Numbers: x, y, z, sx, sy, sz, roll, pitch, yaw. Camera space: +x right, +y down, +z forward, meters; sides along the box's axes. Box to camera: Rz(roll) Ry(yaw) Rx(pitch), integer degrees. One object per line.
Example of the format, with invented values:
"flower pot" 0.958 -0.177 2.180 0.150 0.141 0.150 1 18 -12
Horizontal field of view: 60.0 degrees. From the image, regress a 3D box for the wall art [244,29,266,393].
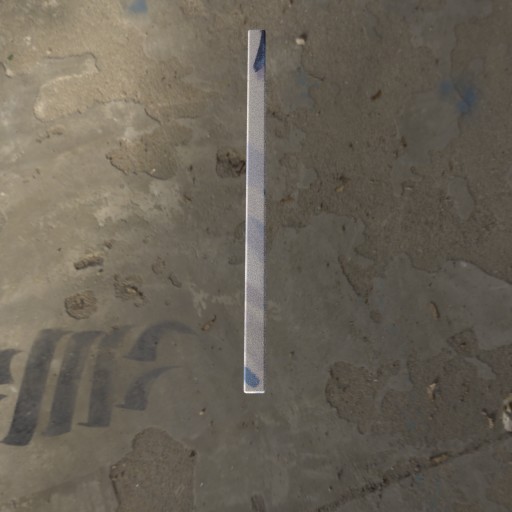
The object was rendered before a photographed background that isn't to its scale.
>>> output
"wall art" 0.000 0.000 1.363 0.038 1.015 0.761 0 75 0
